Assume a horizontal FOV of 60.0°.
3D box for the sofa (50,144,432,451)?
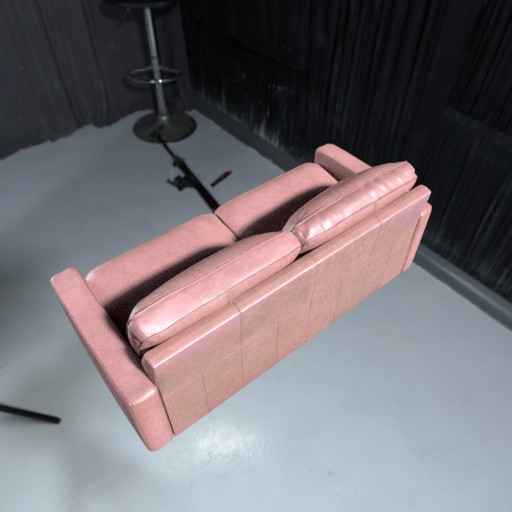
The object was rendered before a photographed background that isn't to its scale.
[{"bbox_3d":[0.000,0.000,2.598,2.080,0.919,0.940,-30,54,-25],"label":"sofa"}]
